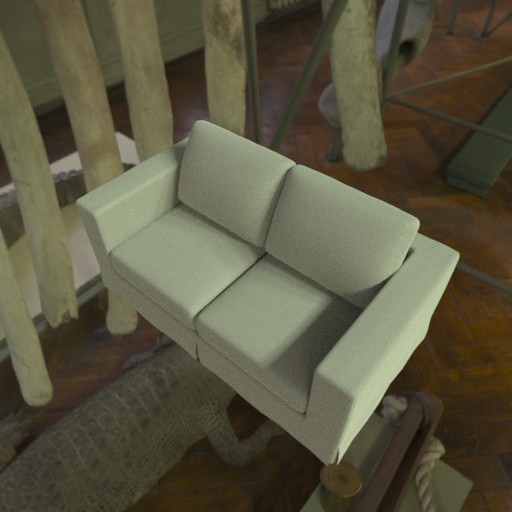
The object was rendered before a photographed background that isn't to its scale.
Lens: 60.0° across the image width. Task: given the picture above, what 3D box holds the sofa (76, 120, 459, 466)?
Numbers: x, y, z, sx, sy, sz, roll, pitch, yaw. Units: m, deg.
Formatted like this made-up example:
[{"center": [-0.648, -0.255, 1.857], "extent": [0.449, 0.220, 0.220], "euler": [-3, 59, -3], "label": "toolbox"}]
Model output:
[{"center": [0.000, 0.000, 2.445], "extent": [1.813, 0.932, 1.009], "euler": [31, 54, 27], "label": "sofa"}]
